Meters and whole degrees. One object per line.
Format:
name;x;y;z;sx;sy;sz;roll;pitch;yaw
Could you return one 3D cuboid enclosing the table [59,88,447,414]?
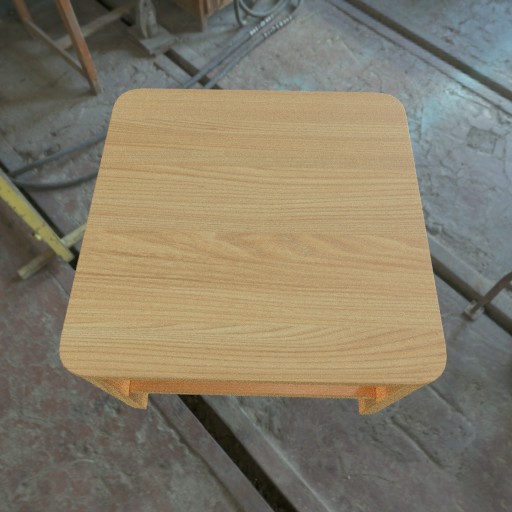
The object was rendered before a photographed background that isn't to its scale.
table;0.000;0.000;1.198;0.750;0.450;0.750;1;63;1
